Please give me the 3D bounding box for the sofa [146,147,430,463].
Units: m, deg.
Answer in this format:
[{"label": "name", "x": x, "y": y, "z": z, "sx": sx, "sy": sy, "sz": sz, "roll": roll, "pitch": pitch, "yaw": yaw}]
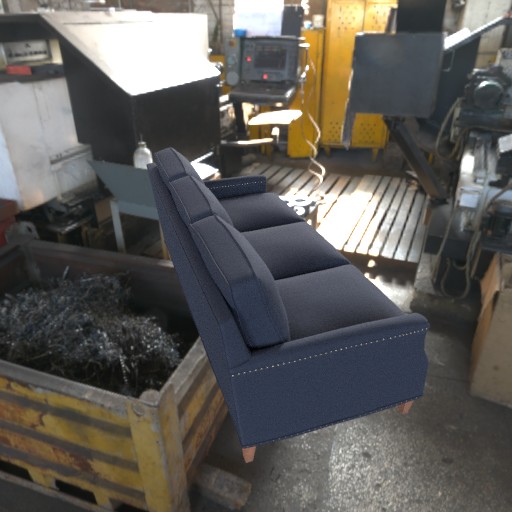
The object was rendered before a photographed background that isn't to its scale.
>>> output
[{"label": "sofa", "x": 0.000, "y": 0.000, "z": 2.893, "sx": 1.084, "sy": 1.003, "sz": 2.246, "roll": -10, "pitch": 31, "yaw": -17}]
